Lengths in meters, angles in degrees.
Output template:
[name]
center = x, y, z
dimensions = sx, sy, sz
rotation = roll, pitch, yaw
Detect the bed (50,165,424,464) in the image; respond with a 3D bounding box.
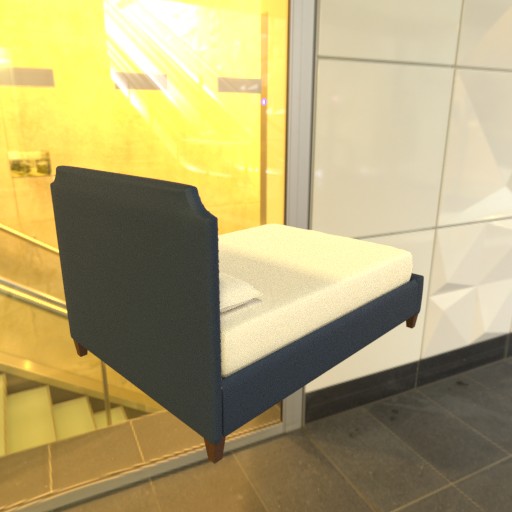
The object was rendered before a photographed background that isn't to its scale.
[bed]
center = 0.000, 0.000, 3.424
dimensions = 1.712, 1.443, 2.372
rotation = 16, 23, 42
